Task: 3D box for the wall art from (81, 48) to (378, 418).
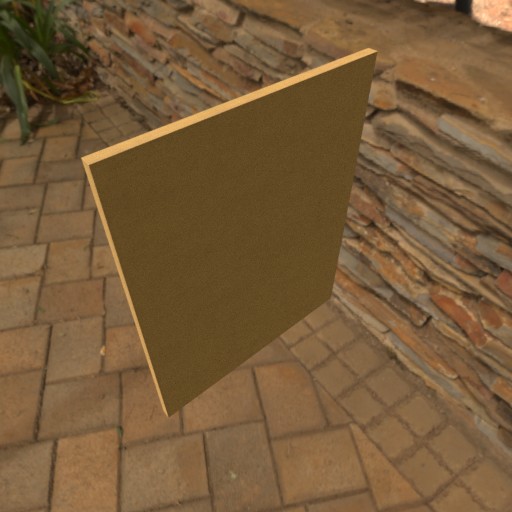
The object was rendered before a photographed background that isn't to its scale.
[{"bbox_3d":[0.000,0.000,1.325,0.798,1.002,0.030,-31,53,-27],"label":"wall art"}]
